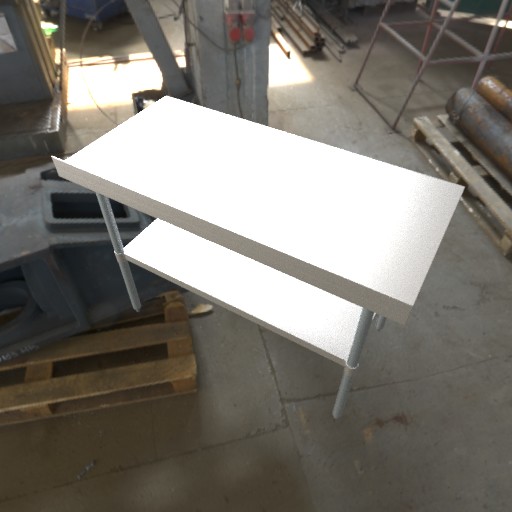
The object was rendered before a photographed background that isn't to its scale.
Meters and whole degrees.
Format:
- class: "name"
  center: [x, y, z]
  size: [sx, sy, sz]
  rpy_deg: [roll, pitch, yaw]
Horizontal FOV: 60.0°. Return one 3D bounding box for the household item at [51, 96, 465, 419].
- class: "household item"
  center: [0.000, 0.000, 1.744]
  size: [1.219, 0.851, 0.610]
  rpy_deg: [23, 50, 21]
